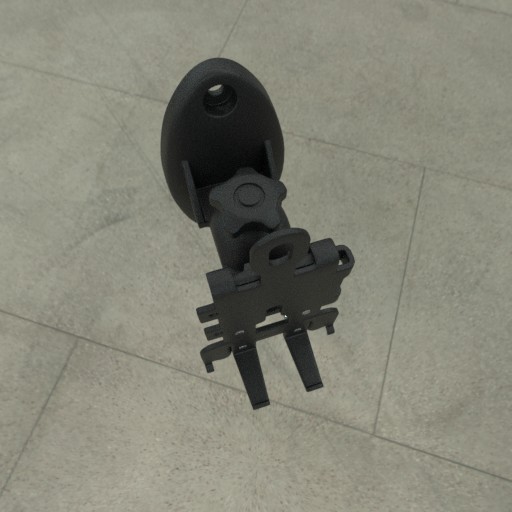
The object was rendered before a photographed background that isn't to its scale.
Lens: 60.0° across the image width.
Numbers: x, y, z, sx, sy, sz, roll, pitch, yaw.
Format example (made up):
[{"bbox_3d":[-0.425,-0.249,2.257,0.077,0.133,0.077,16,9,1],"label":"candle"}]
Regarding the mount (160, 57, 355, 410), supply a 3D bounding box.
[{"bbox_3d":[0.000,0.000,0.176,0.066,0.118,0.100,-16,66,-7],"label":"mount"}]
